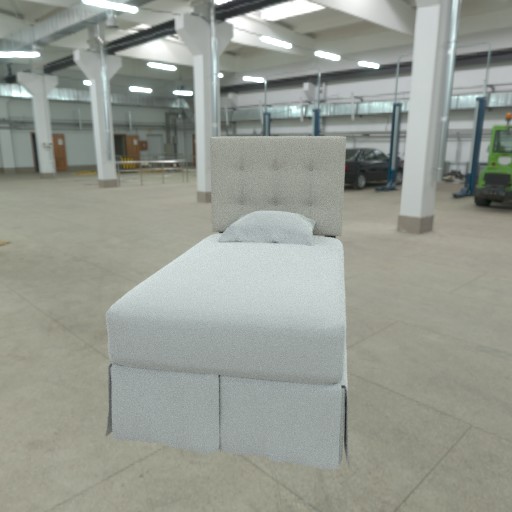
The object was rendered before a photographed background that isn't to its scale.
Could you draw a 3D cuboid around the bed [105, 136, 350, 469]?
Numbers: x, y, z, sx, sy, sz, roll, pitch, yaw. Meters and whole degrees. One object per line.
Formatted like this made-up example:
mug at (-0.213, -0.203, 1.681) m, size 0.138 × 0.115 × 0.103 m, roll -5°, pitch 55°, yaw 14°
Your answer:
bed at (0.000, 0.000, 2.947) m, size 1.261 × 1.571 × 1.997 m, roll 3°, pitch 14°, yaw 10°
